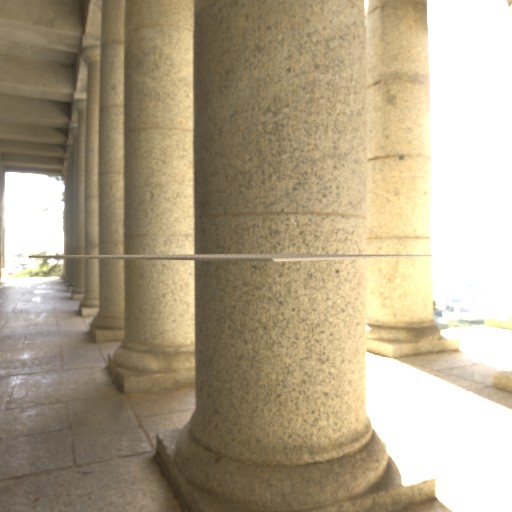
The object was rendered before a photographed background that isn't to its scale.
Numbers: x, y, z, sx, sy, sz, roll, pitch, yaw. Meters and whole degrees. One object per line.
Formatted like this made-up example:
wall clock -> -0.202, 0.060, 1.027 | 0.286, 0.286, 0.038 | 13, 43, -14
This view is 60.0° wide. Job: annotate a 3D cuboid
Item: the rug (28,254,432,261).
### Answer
rug -> 0.000, 0.000, 4.148 | 2.407, 0.020, 3.051 | 0, 1, 36
